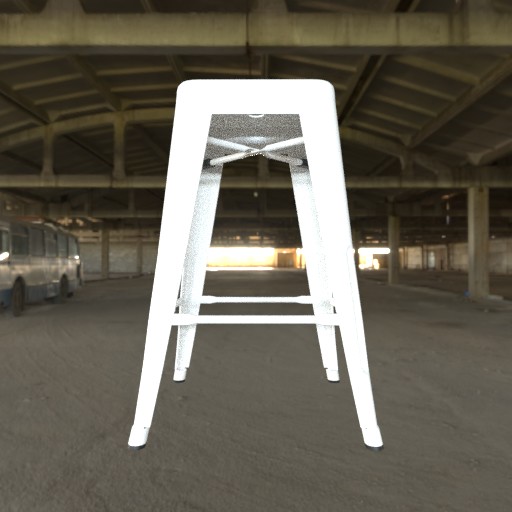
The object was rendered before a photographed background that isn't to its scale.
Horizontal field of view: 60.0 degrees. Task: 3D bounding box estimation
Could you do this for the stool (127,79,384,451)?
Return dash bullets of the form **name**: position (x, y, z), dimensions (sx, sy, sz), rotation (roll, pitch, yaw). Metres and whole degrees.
- **stool**: position (0.000, 0.000, 0.895), dimensions (0.406, 0.610, 0.406), rotation (0, 0, 0)
